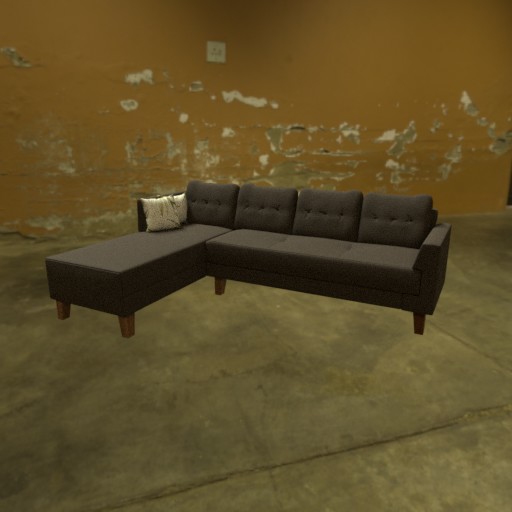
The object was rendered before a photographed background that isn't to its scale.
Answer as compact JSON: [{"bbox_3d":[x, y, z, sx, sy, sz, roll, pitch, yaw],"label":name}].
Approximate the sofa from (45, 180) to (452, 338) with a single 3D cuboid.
[{"bbox_3d":[0.000,0.000,3.515,2.679,0.932,1.829,8,18,27],"label":"sofa"}]
